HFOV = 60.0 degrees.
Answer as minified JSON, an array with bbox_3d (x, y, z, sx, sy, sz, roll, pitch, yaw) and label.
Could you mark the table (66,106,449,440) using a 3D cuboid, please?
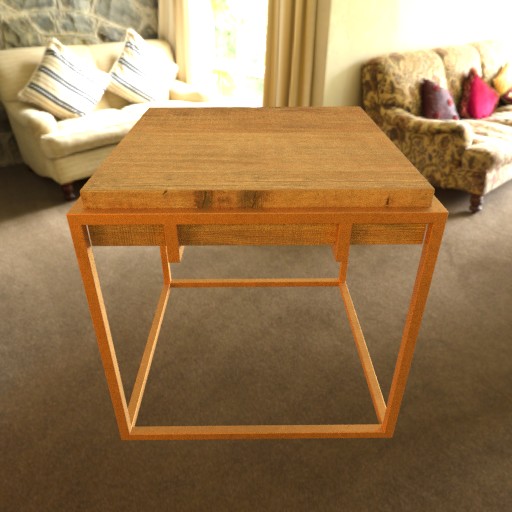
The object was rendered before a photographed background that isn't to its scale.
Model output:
[{"bbox_3d":[0.000,0.000,1.085,0.599,0.584,0.599,0,31,-1],"label":"table"}]
